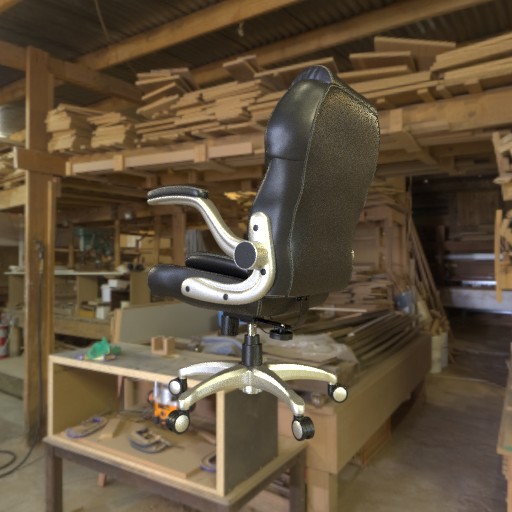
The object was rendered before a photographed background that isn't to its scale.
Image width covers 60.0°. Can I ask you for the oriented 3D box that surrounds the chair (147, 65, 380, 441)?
[{"bbox_3d":[0.000,0.000,1.655,0.801,1.141,0.724,0,0,35],"label":"chair"}]
